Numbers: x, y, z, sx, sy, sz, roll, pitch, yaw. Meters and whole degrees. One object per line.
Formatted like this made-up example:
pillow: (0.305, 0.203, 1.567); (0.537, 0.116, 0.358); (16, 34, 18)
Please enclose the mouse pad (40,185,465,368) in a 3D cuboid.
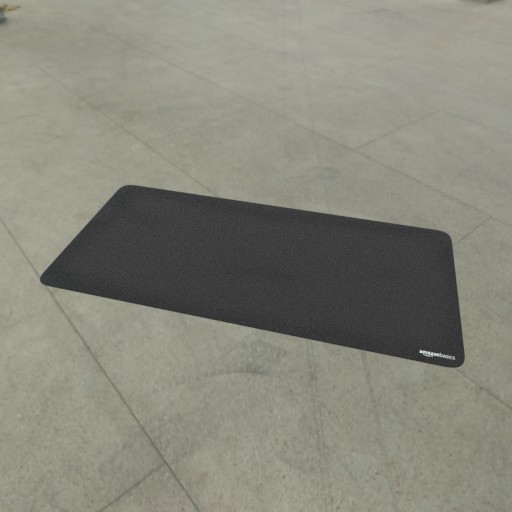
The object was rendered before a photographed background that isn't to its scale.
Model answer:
mouse pad: (0.000, 0.000, 1.051); (0.907, 0.003, 0.424); (10, 42, 11)
